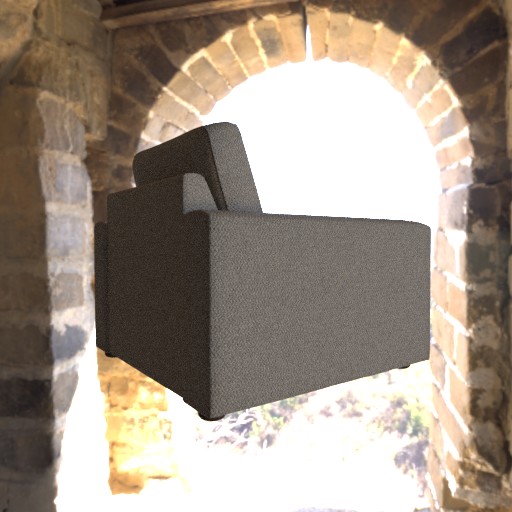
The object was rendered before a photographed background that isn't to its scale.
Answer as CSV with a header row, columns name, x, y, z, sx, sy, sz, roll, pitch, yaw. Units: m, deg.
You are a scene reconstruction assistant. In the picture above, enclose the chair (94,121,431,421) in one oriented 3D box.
name,x,y,z,sx,sy,sz,roll,pitch,yaw
chair,0.000,0.000,1.813,1.016,0.873,1.005,-1,2,-36
